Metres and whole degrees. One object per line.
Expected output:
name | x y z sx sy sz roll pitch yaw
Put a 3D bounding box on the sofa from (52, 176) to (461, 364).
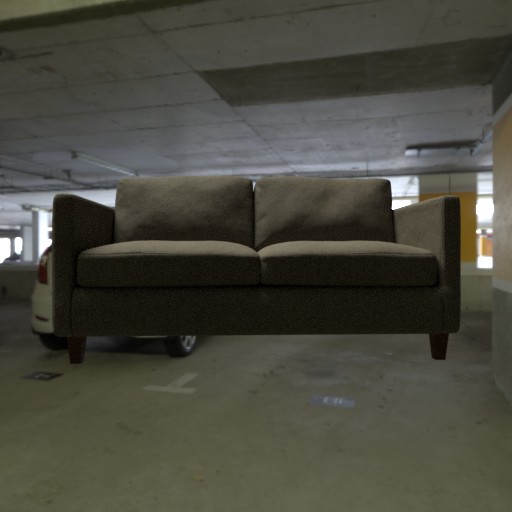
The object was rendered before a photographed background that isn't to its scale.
sofa | 0.000 0.000 2.449 1.884 0.963 0.950 0 0 -3
